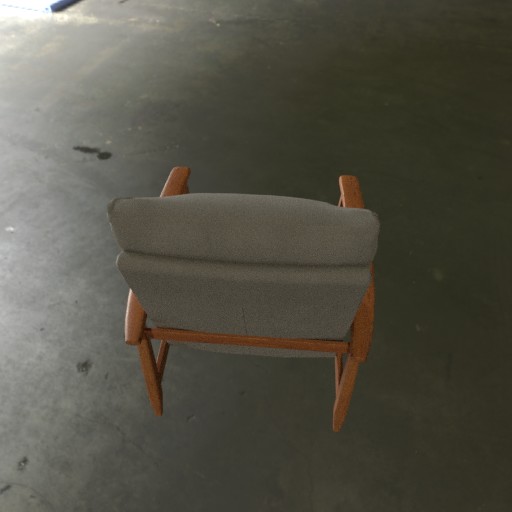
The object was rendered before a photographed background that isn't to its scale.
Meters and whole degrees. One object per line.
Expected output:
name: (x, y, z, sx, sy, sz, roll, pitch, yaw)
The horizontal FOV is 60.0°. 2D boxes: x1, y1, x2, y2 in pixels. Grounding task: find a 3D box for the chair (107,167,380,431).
chair: (0.000, 0.000, 1.530, 0.782, 0.922, 0.816, 4, 48, 3)
